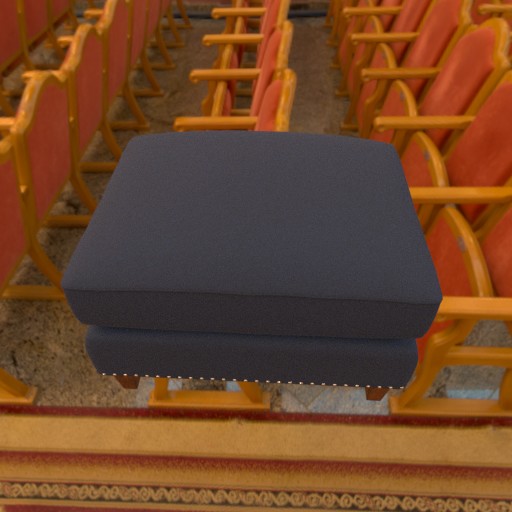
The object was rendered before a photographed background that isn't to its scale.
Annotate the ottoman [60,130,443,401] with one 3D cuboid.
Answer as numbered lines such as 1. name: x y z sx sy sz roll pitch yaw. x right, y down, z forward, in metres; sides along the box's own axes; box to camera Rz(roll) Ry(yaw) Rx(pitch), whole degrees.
1. ottoman: 0.000 0.000 1.156 0.741 0.513 0.584 2 45 2
